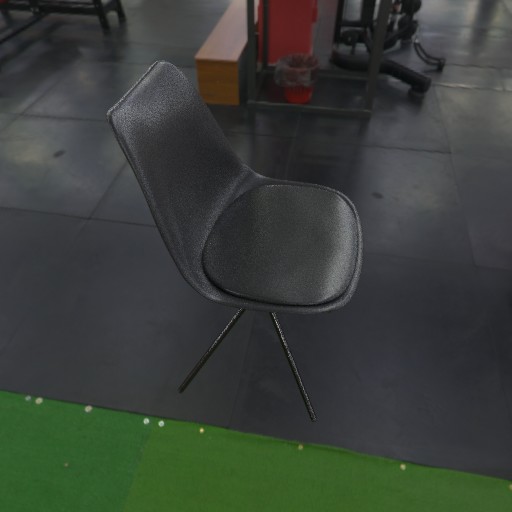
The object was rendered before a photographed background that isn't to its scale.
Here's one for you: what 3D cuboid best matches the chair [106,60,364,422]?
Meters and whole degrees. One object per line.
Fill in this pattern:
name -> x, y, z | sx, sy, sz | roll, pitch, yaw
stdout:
chair -> 0.000, 0.000, 1.133 | 0.525, 0.850, 0.461 | 9, 46, 9
